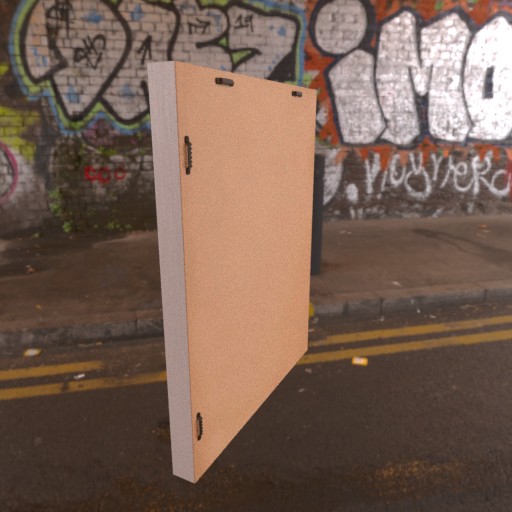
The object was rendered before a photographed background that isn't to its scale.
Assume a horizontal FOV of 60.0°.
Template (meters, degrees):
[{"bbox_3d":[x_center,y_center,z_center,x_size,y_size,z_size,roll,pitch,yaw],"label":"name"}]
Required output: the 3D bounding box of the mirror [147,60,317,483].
[{"bbox_3d":[0.000,0.000,0.685,0.041,0.508,0.405,8,18,26],"label":"mirror"}]
